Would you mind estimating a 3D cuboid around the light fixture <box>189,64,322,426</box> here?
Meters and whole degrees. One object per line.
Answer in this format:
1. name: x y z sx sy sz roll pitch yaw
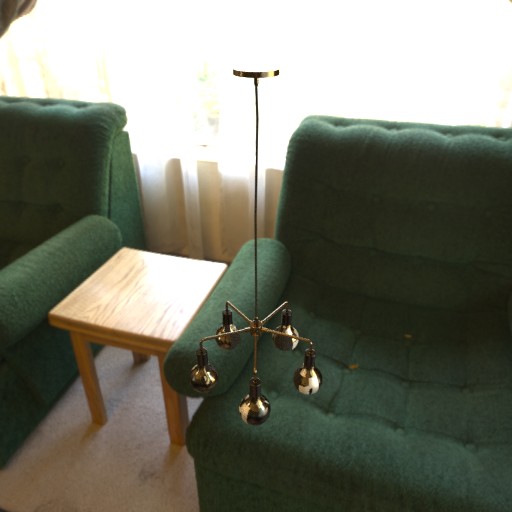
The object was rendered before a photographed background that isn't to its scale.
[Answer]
1. light fixture: 0.000 0.000 1.259 0.438 0.988 0.421 1 31 1
